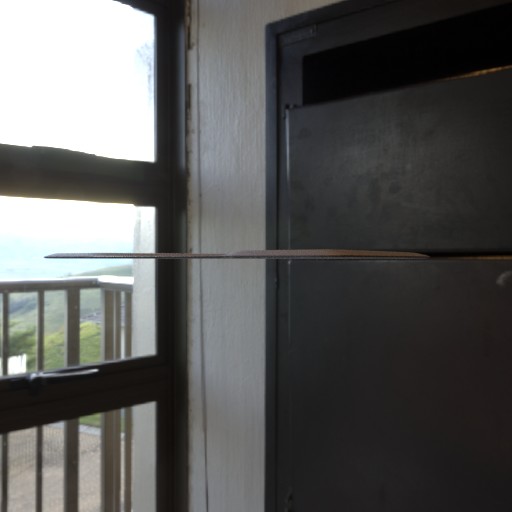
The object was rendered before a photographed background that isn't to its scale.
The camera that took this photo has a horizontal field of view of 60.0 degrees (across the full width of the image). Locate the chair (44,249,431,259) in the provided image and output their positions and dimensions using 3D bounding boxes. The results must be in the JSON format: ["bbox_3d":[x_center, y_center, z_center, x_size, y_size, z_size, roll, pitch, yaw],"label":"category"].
[{"bbox_3d":[0.000,0.000,1.949,1.372,0.024,1.219,0,0,36],"label":"chair"}]
